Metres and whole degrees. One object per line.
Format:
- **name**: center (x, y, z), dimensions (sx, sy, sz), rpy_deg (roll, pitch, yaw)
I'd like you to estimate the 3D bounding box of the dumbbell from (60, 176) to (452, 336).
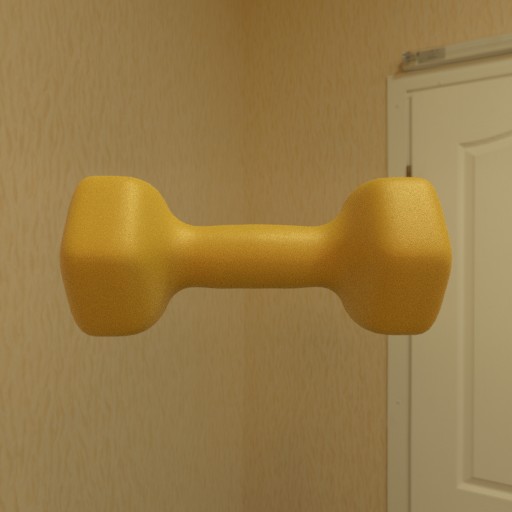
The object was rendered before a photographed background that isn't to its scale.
- **dumbbell**: center (0.000, 0.000, 0.240), dimensions (0.190, 0.082, 0.090), rpy_deg (0, 1, -1)
